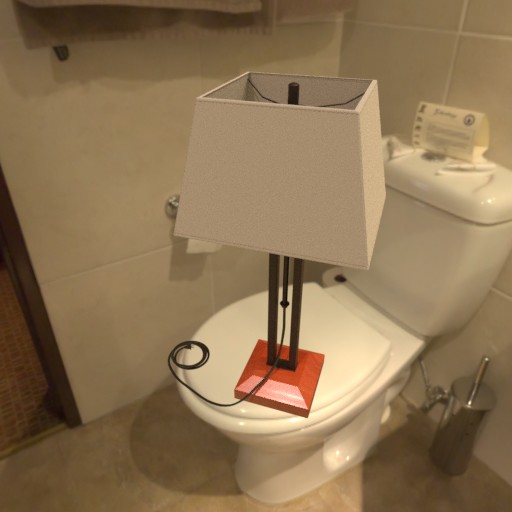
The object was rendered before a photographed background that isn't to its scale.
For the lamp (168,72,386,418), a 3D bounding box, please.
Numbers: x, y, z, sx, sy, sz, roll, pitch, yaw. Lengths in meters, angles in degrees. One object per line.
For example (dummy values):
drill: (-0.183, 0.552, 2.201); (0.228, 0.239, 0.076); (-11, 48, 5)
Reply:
lamp: (0.000, 0.000, 0.980); (0.498, 0.737, 0.310); (11, 34, 16)
